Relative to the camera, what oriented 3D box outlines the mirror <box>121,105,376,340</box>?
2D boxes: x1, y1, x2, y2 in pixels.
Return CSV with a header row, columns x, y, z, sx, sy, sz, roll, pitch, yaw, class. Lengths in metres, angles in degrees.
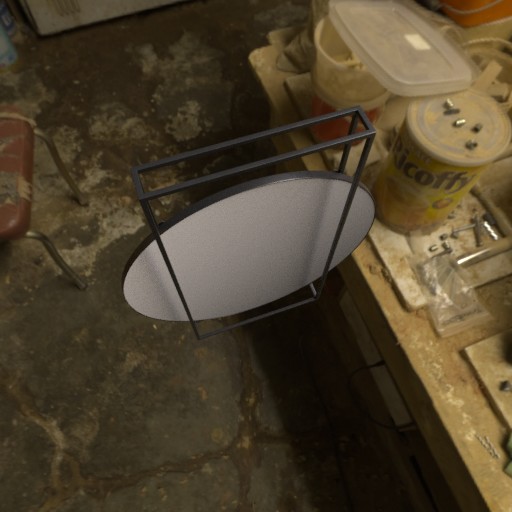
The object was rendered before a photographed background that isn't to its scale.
x,y,z,sx,sy,sz,roll,pitch,yaw,class
0.000,0.000,0.832,0.508,0.603,0.051,-18,65,-9,mirror
